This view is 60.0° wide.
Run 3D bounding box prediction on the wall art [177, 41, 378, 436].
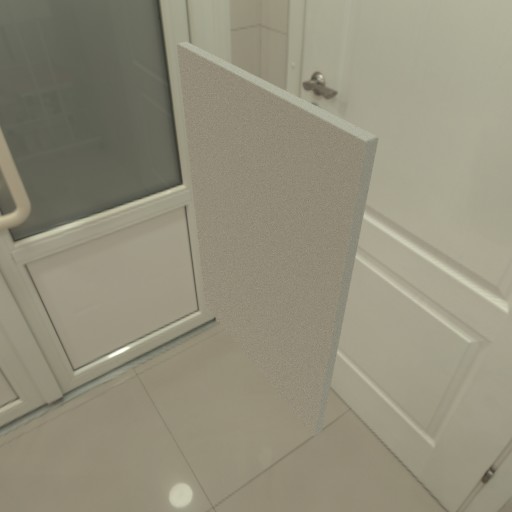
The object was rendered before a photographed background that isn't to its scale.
[{"bbox_3d":[0.000,0.000,1.513,0.038,1.183,0.808,-24,46,-26],"label":"wall art"}]
